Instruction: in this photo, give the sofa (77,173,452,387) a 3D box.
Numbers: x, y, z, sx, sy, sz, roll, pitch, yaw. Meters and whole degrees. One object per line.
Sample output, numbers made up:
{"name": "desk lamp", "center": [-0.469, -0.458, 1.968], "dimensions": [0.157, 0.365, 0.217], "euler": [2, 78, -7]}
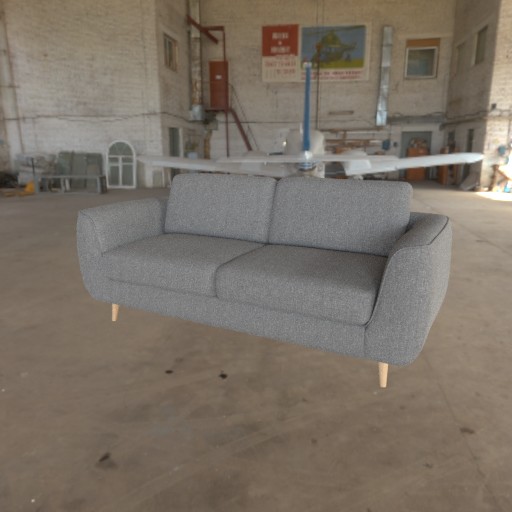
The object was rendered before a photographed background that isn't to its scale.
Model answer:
{"name": "sofa", "center": [0.000, 0.000, 2.519], "dimensions": [2.000, 0.870, 0.920], "euler": [7, 16, 27]}
